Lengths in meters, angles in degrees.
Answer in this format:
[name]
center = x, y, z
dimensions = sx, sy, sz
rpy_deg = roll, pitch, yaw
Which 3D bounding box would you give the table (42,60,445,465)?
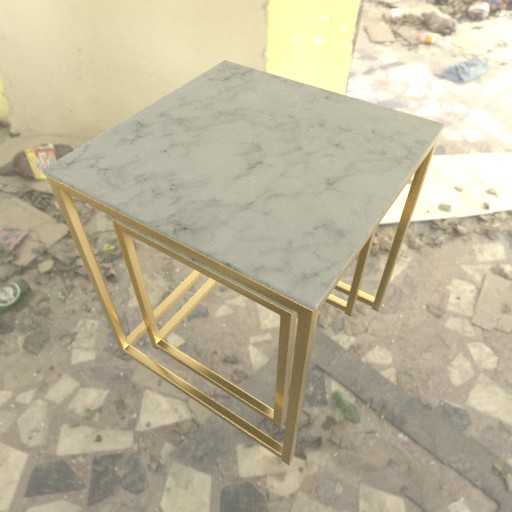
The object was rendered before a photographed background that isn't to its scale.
[table]
center = 0.000, 0.000, 0.868
dimensions = 0.450, 0.500, 0.450
rpy_deg = 26, 52, 22
